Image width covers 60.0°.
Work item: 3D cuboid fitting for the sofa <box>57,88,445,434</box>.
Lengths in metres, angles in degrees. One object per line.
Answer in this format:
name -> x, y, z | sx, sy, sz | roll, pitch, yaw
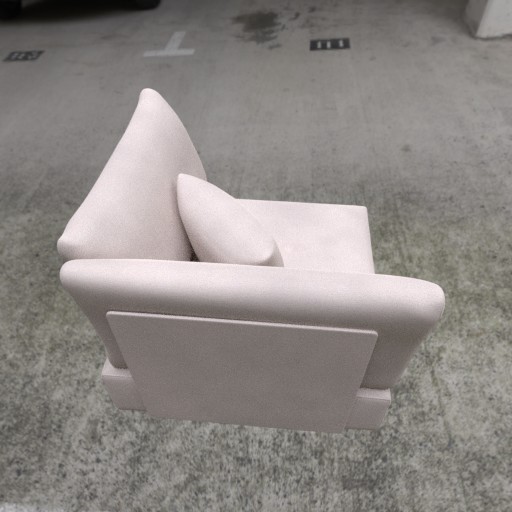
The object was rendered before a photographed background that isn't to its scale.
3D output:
sofa -> 0.000, 0.000, 1.658 | 1.000, 0.820, 1.000 | 4, 47, 4
